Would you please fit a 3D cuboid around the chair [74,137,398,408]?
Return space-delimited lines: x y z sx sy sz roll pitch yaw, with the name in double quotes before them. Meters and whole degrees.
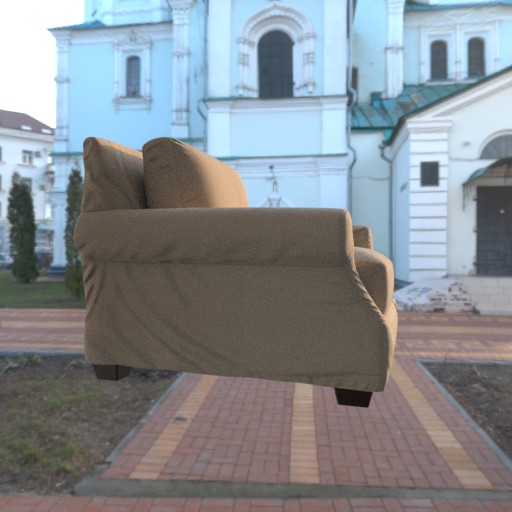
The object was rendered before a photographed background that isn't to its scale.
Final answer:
"chair" 0.000 0.000 1.759 1.066 0.866 0.940 0 0 19
